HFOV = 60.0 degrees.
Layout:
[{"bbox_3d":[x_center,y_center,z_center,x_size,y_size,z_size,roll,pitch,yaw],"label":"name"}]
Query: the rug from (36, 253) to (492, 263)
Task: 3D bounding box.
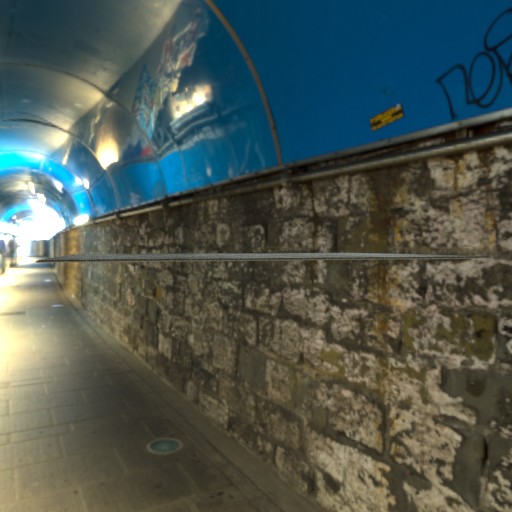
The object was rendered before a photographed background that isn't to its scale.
[{"bbox_3d":[0.000,0.000,2.981,2.431,0.012,1.536,0,1,-17],"label":"rug"}]
